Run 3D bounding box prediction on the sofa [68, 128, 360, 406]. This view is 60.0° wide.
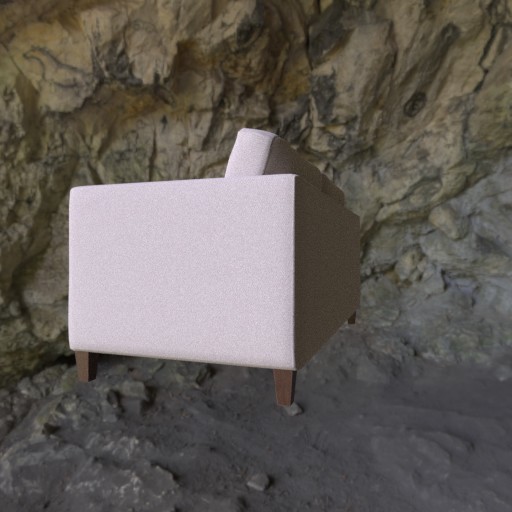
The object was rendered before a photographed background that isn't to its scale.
[{"bbox_3d":[0.000,0.000,2.239,0.873,0.888,1.722,0,1,19],"label":"sofa"}]
